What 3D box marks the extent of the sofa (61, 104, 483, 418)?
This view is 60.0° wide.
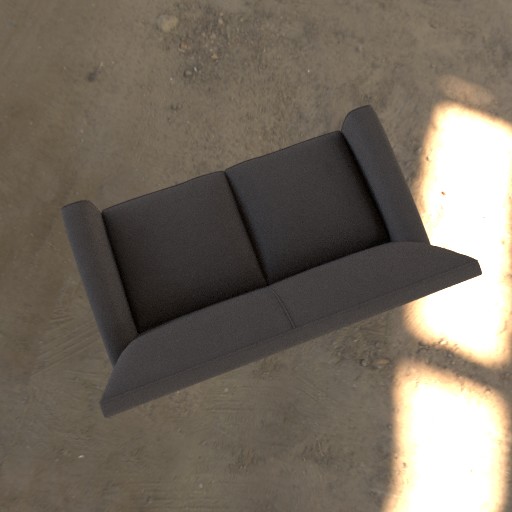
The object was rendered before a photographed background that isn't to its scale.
[{"bbox_3d":[0.000,0.000,1.957,1.420,0.846,0.871,-20,76,-5],"label":"sofa"}]
